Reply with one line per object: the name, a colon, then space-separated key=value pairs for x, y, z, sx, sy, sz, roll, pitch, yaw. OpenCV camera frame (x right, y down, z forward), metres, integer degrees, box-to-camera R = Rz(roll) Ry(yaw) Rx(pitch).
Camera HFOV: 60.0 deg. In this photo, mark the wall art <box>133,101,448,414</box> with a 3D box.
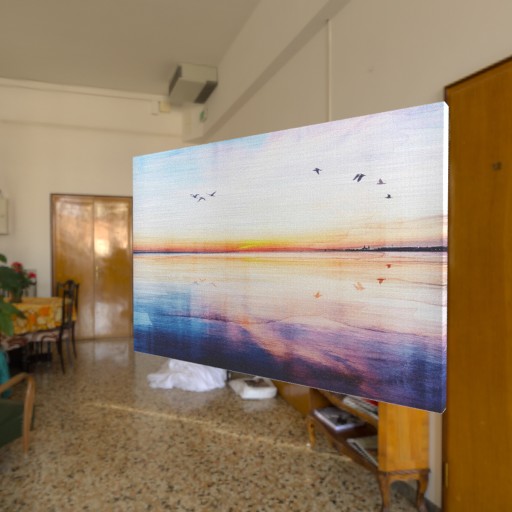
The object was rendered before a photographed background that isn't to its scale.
wall art: x=0.000 y=0.000 z=1.134 sx=0.911 sy=0.605 sz=0.037 roll=1 pitch=1 yaw=35
